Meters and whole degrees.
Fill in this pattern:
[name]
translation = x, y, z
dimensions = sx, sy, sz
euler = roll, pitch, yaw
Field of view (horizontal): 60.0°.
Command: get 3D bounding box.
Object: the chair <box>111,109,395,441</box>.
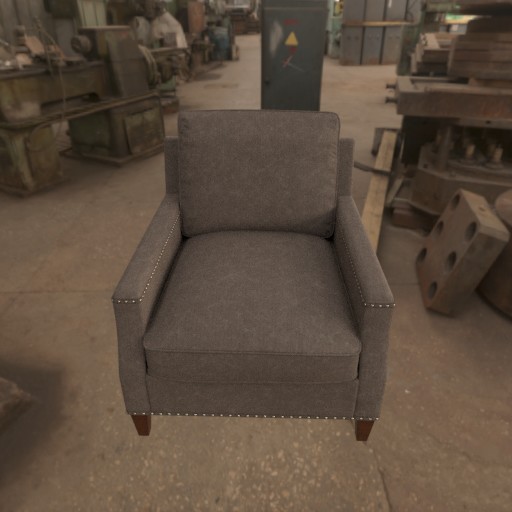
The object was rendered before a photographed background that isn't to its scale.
[chair]
translation = 0.000, 0.000, 1.712
dimensions = 0.853, 0.948, 1.014
euler = 1, 30, 1
